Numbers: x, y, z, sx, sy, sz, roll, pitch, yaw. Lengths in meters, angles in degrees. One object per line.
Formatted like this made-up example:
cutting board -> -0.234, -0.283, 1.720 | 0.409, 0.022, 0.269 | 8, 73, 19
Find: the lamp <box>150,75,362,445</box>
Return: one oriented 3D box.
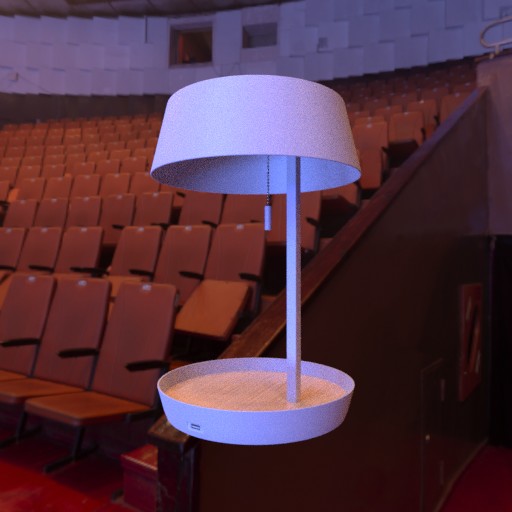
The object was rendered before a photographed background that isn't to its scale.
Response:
lamp -> 0.000, 0.000, 0.626 | 0.291, 0.429, 0.291 | 0, -1, 0
